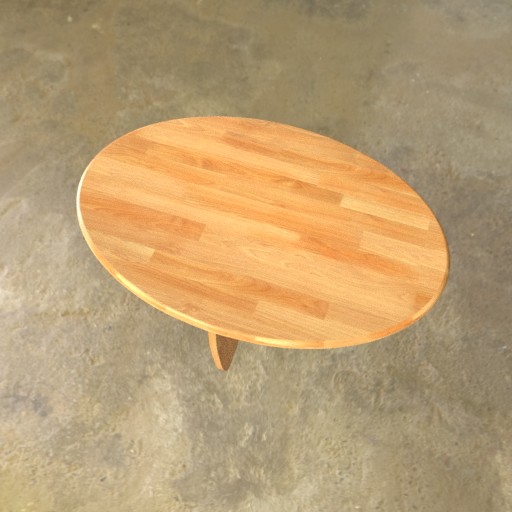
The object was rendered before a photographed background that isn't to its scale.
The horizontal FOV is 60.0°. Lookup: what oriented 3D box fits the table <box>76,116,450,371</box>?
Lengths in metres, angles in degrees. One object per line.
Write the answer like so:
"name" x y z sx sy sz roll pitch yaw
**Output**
"table" 0.000 0.000 1.396 1.040 0.490 0.690 17 64 9
